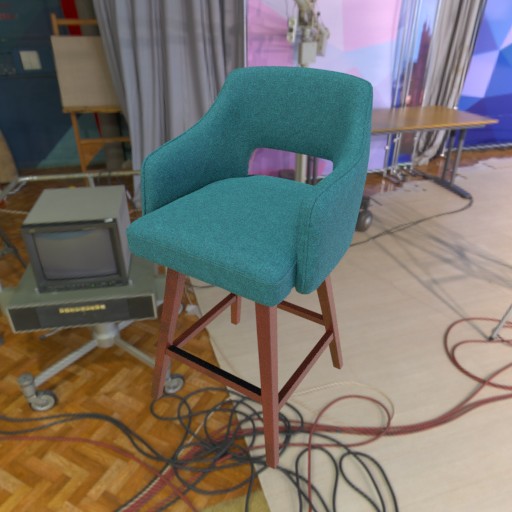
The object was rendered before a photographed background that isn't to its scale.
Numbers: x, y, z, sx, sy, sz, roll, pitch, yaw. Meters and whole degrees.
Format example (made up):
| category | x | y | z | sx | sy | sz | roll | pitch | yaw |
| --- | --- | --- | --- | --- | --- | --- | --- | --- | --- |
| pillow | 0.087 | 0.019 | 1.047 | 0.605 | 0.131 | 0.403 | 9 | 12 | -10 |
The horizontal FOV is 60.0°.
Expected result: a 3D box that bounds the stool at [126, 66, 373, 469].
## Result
| category | x | y | z | sx | sy | sz | roll | pitch | yaw |
| --- | --- | --- | --- | --- | --- | --- | --- | --- | --- |
| stool | 0.000 | 0.000 | 1.293 | 0.548 | 0.961 | 0.556 | 18 | 35 | 28 |
